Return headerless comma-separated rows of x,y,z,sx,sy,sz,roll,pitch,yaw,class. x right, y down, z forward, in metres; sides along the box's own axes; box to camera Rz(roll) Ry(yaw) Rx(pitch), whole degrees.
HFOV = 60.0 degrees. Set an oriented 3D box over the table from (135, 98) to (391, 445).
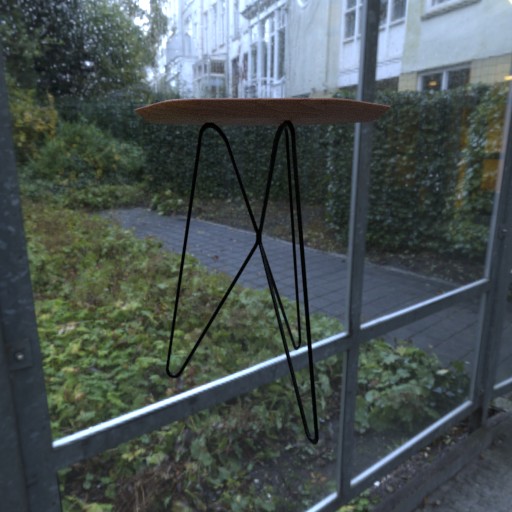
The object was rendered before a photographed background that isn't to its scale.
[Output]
0.000,0.000,0.889,0.400,0.562,0.500,-7,16,-25,table
